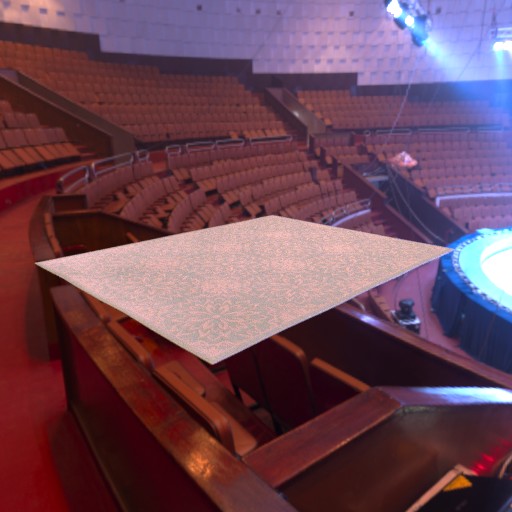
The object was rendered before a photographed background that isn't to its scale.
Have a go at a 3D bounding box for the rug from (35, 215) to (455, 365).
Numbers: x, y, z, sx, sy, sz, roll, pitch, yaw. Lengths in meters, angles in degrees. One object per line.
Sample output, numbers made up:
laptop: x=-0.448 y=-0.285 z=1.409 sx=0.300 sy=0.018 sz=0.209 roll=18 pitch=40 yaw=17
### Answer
rug: x=0.000 y=0.000 z=3.986 sx=2.363 sy=0.012 sz=2.980 roll=16 pitch=23 yaw=43
